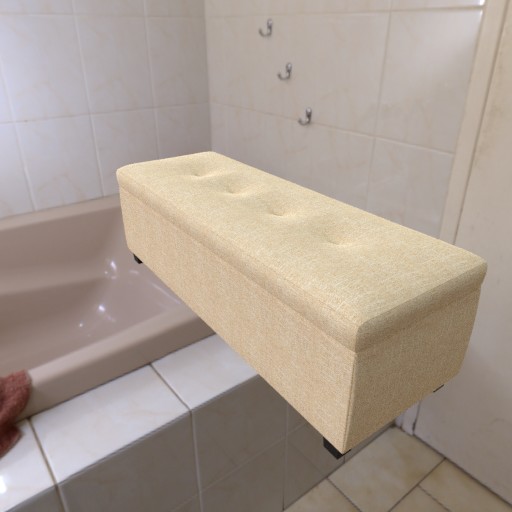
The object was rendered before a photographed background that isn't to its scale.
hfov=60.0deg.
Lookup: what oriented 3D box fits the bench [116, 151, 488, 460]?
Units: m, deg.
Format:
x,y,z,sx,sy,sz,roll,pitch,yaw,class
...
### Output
x,y,z,sx,sy,sz,roll,pitch,yaw,class
0.000,0.000,1.398,0.432,0.406,1.219,-18,32,-31,bench
